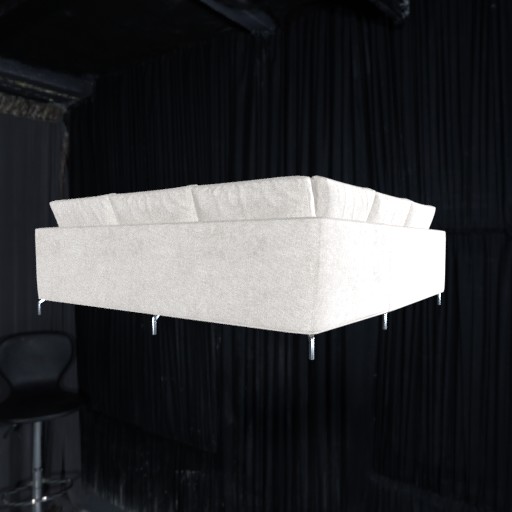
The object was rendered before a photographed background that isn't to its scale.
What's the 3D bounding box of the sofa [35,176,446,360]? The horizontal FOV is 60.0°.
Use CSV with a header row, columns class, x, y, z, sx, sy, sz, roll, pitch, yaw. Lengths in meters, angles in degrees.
class,x,y,z,sx,sy,sz,roll,pitch,yaw
sofa,0.000,0.000,3.612,2.438,0.864,2.438,1,2,35
